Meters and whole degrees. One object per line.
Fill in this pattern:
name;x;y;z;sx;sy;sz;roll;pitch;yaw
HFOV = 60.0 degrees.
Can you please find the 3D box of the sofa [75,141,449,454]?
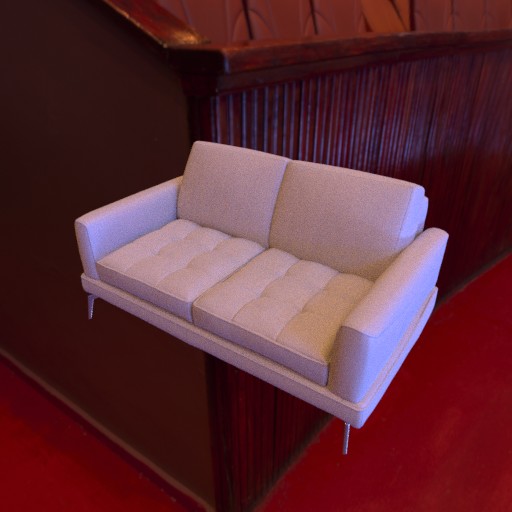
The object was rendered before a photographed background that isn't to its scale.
sofa;0.000;0.000;2.470;1.819;0.930;1.121;19;35;30
